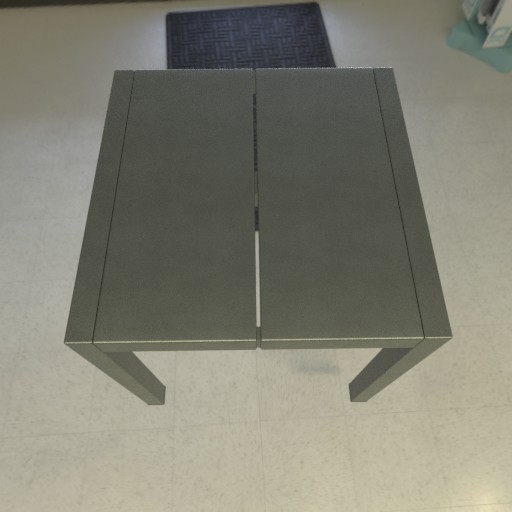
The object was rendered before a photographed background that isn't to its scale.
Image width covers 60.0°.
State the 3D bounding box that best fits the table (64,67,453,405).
[{"bbox_3d":[0.000,0.000,0.915,0.508,0.508,0.508,-1,63,0],"label":"table"}]
